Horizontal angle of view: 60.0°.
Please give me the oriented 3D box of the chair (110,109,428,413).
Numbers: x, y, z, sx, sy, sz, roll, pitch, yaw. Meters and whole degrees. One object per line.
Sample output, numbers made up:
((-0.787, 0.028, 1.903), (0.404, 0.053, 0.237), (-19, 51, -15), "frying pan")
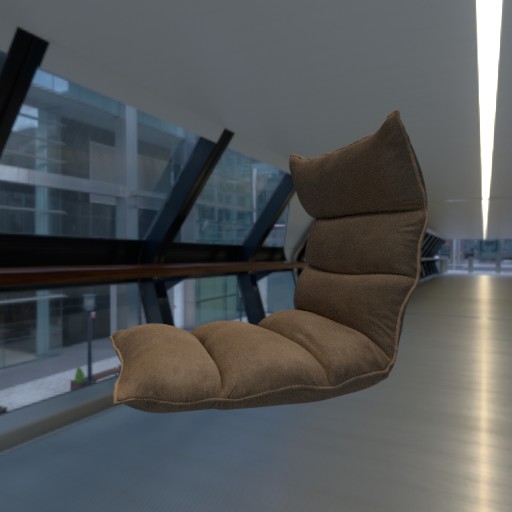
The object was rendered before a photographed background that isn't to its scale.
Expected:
((0.000, 0.000, 1.567), (0.985, 0.892, 0.714), (0, 1, -18), "chair")
